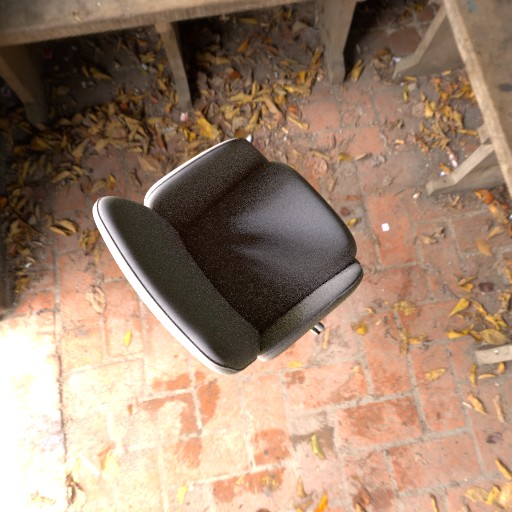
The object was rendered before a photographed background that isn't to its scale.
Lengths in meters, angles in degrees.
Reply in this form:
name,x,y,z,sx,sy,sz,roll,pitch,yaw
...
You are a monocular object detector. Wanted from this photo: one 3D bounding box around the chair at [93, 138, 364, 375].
name,x,y,z,sx,sy,sz,roll,pitch,yaw
chair,0.000,0.000,1.406,0.633,0.959,0.648,-38,78,-9
